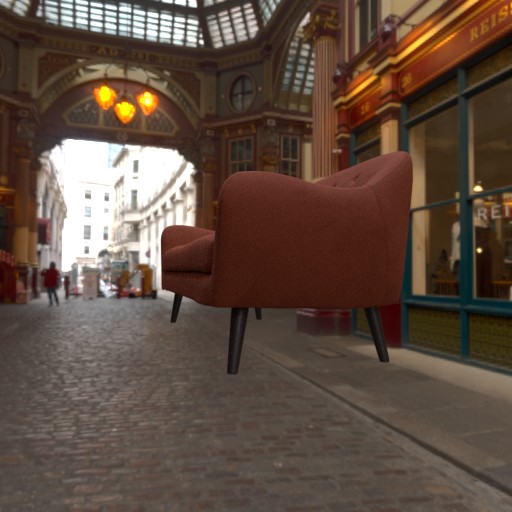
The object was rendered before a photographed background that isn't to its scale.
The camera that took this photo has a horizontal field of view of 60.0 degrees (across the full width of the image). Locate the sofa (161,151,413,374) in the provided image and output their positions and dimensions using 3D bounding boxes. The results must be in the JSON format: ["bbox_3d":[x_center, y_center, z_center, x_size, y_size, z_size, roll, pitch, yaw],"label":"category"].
[{"bbox_3d":[0.000,0.000,2.314,0.820,0.836,1.840,1,-2,-18],"label":"sofa"}]
